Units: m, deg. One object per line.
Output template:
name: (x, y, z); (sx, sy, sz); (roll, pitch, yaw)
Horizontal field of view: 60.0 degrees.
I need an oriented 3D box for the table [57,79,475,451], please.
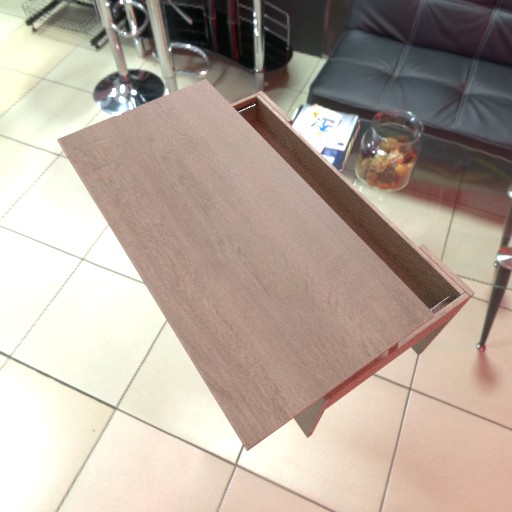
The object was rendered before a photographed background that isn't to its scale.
table: (0.000, 0.000, 1.398); (0.711, 0.570, 1.000); (-29, 62, -17)
